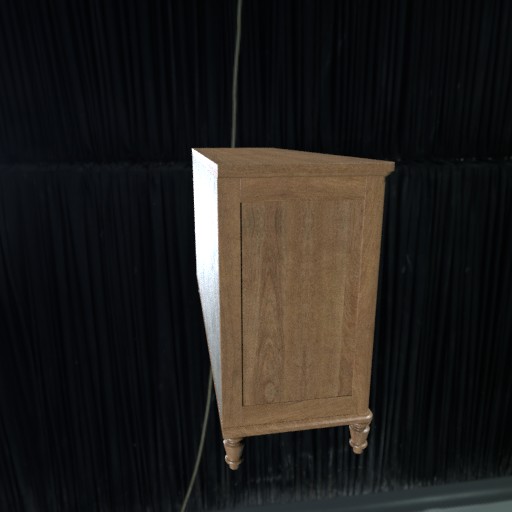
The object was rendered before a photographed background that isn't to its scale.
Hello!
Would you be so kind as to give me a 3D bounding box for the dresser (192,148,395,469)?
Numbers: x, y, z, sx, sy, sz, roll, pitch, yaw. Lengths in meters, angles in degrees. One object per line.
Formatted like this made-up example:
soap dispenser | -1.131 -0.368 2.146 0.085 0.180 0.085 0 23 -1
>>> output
dresser | 0.000 0.000 1.963 0.468 0.892 1.583 -3 15 -10
